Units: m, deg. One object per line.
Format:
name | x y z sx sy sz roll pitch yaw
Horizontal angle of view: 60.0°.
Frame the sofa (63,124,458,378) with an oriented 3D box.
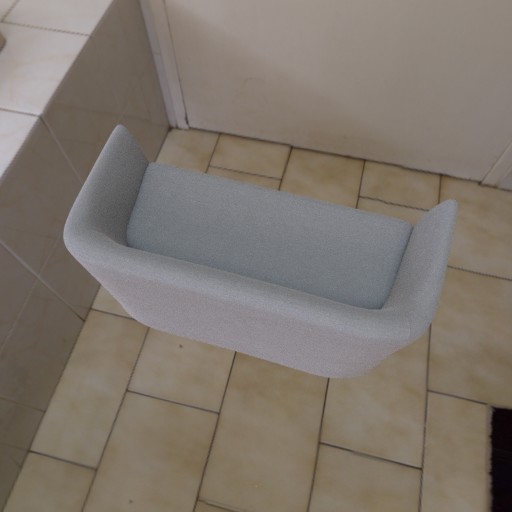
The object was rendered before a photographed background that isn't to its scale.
sofa | 0.000 0.000 1.862 1.452 0.721 0.705 14 63 7
